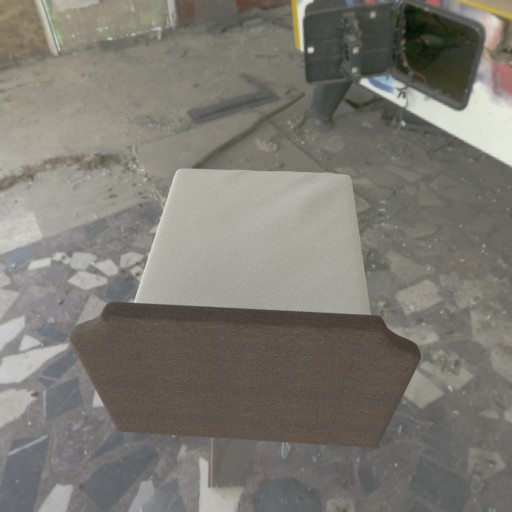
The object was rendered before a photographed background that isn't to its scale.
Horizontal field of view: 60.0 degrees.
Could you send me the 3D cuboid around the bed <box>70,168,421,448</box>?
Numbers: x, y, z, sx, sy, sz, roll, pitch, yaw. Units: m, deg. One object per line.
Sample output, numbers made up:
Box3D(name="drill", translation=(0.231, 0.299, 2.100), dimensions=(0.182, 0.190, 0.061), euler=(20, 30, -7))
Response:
Box3D(name="bed", translation=(0.000, 0.000, 3.135), dimensions=(1.693, 1.290, 2.116), euler=(3, 46, 3))
